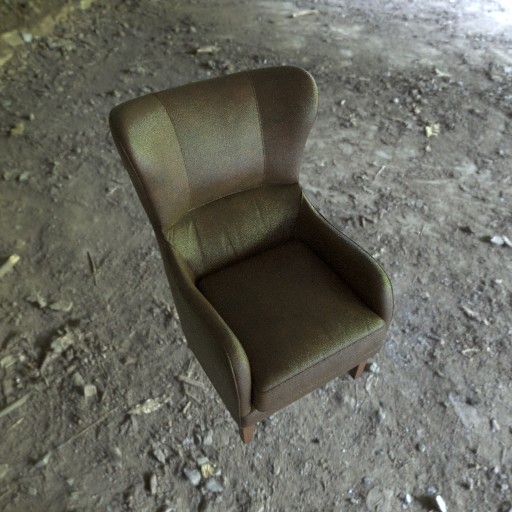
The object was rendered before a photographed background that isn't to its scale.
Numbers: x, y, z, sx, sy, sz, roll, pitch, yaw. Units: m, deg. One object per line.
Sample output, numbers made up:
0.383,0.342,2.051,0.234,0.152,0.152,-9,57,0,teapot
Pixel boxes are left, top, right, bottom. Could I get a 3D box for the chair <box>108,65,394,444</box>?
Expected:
0.000,0.000,1.599,0.692,1.048,0.914,-23,50,-21,chair
